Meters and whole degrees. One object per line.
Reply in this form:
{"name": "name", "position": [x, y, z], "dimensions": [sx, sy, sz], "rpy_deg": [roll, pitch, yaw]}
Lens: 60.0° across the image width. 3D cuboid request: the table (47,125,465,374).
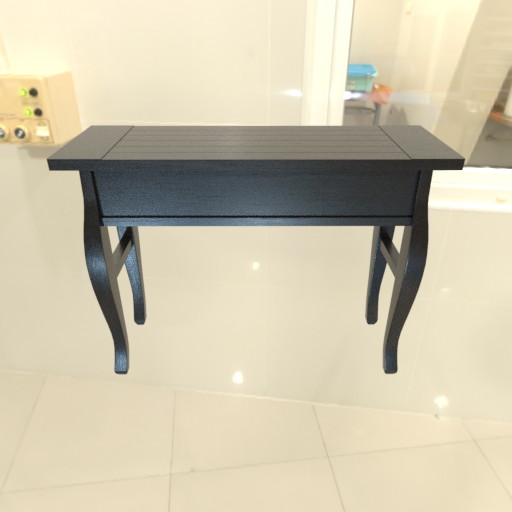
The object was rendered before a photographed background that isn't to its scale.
{"name": "table", "position": [0.000, 0.000, 1.467], "dimensions": [1.062, 0.768, 0.373], "rpy_deg": [0, 30, 0]}
